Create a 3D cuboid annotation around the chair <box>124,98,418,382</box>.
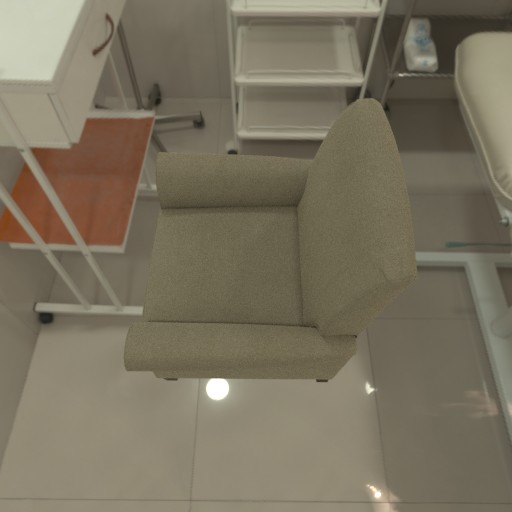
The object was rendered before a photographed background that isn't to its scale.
[{"bbox_3d":[0.000,0.000,1.785,0.905,1.061,0.978,0,58,0],"label":"chair"}]
